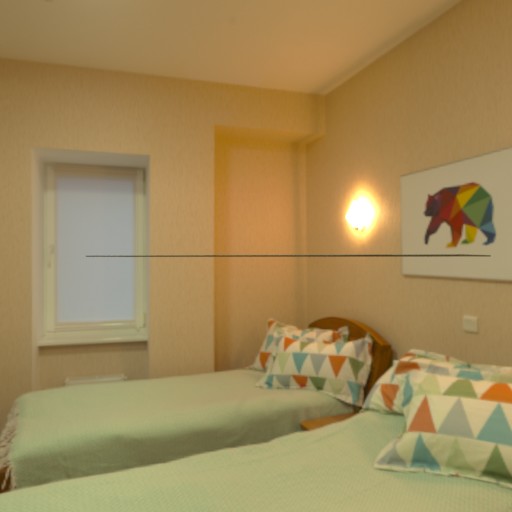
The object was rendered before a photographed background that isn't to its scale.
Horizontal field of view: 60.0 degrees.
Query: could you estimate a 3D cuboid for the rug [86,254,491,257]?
[{"bbox_3d":[0.000,0.000,2.505,2.275,0.009,0.684,0,0,36],"label":"rug"}]
